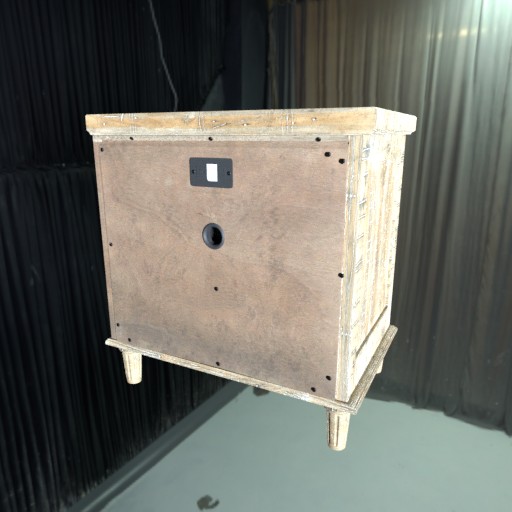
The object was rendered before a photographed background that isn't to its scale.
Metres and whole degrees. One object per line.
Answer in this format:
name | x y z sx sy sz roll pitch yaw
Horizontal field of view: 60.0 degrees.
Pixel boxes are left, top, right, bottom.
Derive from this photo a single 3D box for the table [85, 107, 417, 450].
table | 0.000 0.000 1.176 0.686 0.711 0.457 8 17 26
